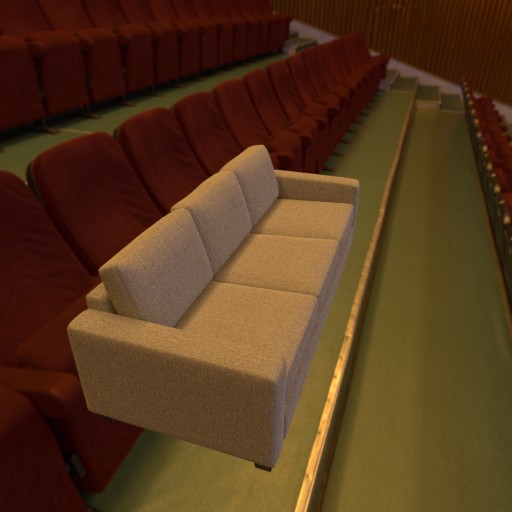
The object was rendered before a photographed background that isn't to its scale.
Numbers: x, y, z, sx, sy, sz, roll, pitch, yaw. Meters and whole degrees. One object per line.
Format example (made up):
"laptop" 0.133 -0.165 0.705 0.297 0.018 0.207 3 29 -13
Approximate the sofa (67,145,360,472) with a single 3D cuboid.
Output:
"sofa" 0.000 0.000 2.580 0.900 0.800 2.120 10 31 17
